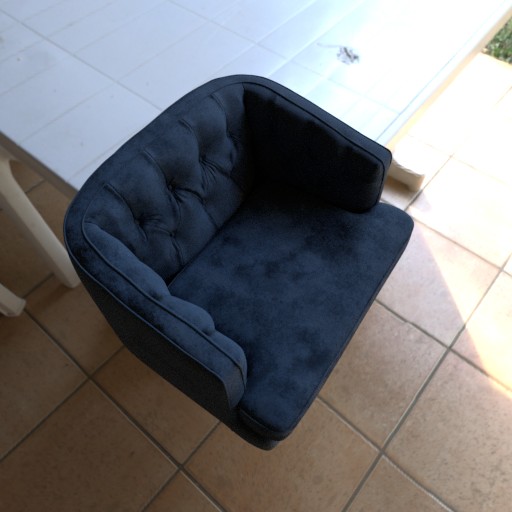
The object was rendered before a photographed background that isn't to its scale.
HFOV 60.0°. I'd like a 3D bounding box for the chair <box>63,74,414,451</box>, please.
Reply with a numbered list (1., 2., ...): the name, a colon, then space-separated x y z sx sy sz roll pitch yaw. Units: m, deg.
1. chair: 0.000 0.000 1.736 0.940 0.852 1.094 30 62 18
